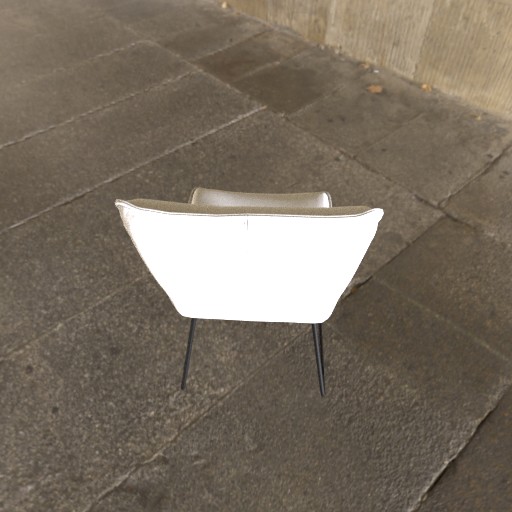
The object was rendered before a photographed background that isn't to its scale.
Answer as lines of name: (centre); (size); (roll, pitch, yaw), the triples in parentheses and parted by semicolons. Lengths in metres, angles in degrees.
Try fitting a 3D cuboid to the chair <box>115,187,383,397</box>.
chair: (0.000, 0.000, 1.363); (0.515, 0.930, 0.688); (2, 48, 2)
